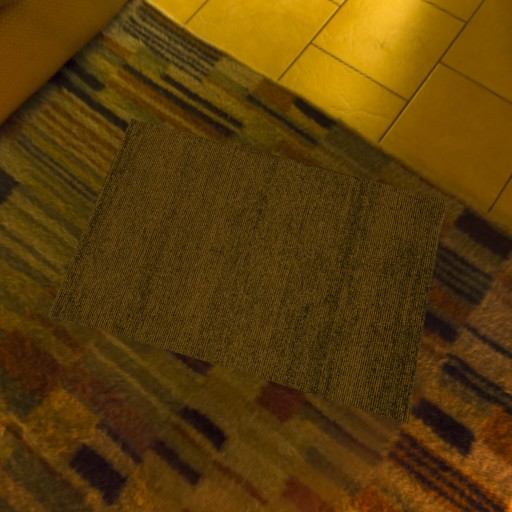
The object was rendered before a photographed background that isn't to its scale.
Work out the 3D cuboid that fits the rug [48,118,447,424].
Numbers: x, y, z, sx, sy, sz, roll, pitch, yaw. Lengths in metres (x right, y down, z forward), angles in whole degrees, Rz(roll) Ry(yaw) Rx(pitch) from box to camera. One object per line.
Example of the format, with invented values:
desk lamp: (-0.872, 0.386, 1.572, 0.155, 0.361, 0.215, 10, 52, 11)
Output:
rug: (0.000, 0.000, 2.235, 1.777, 0.021, 1.145, 16, 75, 4)
